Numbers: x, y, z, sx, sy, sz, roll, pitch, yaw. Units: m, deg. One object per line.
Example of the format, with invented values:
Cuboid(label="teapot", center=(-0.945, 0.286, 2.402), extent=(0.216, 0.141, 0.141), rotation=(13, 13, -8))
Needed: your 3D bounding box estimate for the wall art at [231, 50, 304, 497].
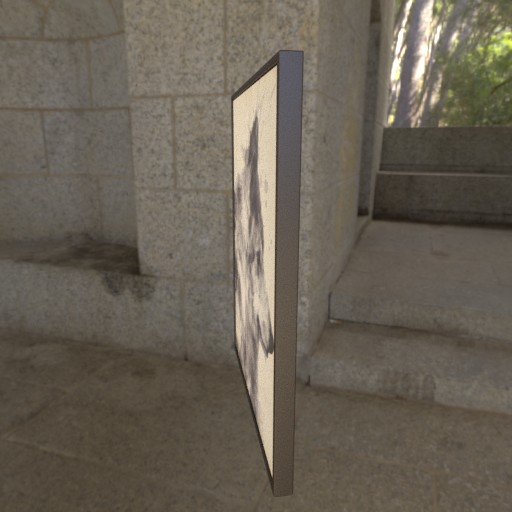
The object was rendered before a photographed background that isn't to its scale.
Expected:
Cuboid(label="wall art", center=(0.000, 0.000, 0.742), extent=(0.028, 0.551, 0.451), rotation=(-2, 14, -9))
